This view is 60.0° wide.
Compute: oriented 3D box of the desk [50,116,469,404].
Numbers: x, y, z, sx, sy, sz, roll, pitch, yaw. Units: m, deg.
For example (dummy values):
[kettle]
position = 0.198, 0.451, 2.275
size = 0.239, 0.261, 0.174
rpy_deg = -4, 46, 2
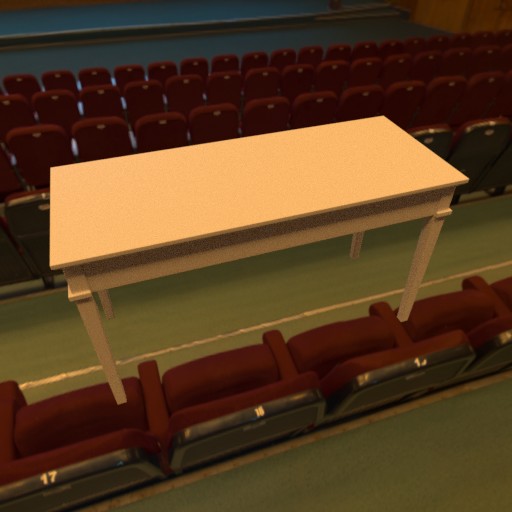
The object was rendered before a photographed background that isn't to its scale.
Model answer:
[desk]
position = 0.000, 0.000, 1.818
size = 1.372, 0.774, 0.559
rpy_deg = -13, 42, -14
